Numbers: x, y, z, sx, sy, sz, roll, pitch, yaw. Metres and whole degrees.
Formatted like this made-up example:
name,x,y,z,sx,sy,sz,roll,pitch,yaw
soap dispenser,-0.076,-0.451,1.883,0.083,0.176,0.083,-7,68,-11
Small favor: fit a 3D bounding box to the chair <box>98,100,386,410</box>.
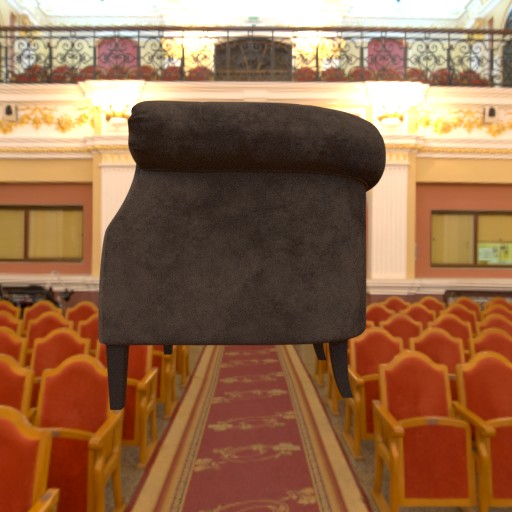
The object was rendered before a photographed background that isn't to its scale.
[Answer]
name,x,y,z,sx,sy,sz,roll,pitch,yaw
chair,0.000,0.000,1.542,0.851,0.826,0.904,0,-1,0
